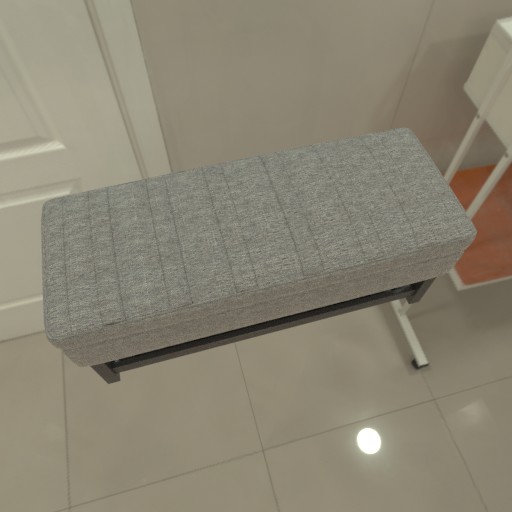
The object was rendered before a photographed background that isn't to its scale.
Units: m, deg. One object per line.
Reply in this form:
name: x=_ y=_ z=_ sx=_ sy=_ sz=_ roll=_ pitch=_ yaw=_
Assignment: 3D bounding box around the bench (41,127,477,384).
bench: x=0.000 y=0.000 z=1.322 sx=1.100 sy=0.470 sz=0.429 roll=-13 pitch=59 yaw=-8
